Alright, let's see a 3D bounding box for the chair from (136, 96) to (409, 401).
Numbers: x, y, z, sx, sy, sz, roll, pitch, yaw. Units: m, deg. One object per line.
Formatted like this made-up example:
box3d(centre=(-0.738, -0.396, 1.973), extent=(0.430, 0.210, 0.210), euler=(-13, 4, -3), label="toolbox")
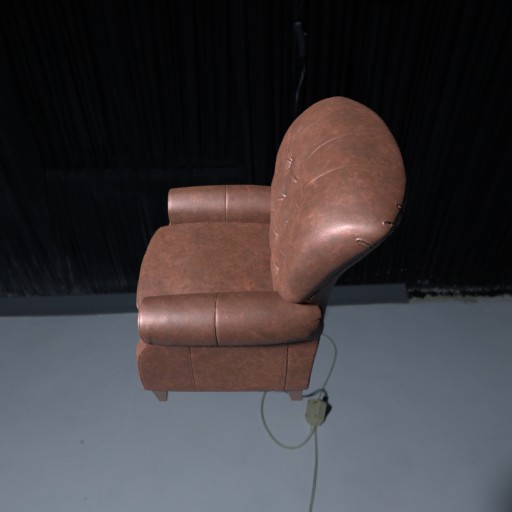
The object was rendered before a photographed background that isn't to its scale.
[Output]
box3d(centre=(0.000, 0.000, 1.962), extent=(1.031, 1.162, 0.979), euler=(0, 41, 0), label="chair")
